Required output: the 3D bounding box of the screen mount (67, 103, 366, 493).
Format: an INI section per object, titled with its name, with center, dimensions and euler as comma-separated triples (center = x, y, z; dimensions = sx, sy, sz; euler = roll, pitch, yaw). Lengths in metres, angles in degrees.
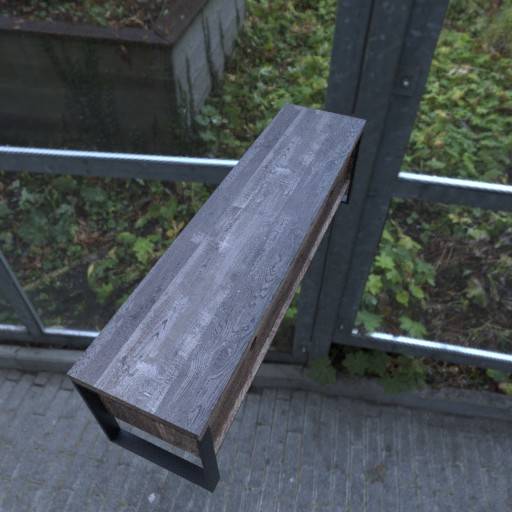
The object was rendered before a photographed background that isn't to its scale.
[screen mount]
center = 0.000, 0.000, 1.713
dimensions = 0.395, 0.450, 1.524
euler = 18, 50, 16
